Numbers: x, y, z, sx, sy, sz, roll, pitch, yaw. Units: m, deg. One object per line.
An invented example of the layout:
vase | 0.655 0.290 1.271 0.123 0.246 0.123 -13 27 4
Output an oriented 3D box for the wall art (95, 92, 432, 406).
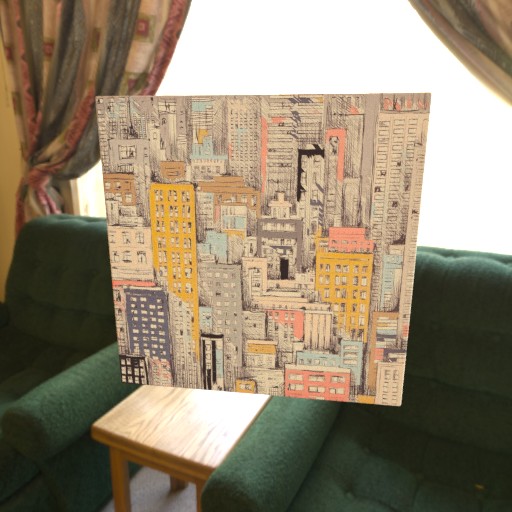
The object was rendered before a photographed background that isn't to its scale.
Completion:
wall art | 0.000 0.000 0.888 0.607 0.608 0.038 2 16 8
